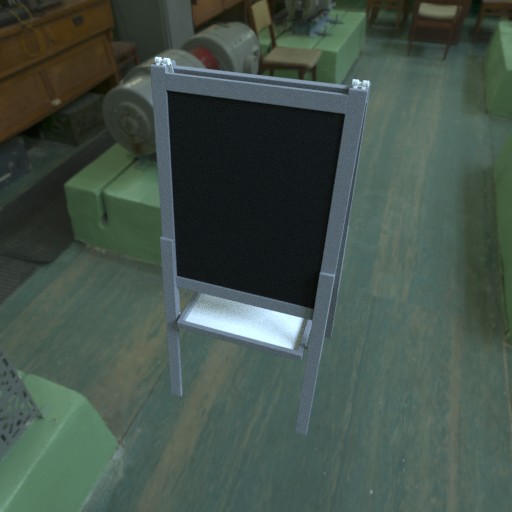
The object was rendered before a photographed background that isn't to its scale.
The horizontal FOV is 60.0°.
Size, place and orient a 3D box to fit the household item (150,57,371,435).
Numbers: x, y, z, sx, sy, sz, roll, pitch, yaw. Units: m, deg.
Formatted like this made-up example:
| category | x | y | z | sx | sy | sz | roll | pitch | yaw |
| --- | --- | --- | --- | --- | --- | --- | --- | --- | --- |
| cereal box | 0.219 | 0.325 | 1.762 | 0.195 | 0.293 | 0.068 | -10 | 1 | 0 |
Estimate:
| category | x | y | z | sx | sy | sz | roll | pitch | yaw |
| --- | --- | --- | --- | --- | --- | --- | --- | --- | --- |
| household item | 0.000 | 0.000 | 1.428 | 0.531 | 1.172 | 0.469 | 12 | 43 | 14 |
